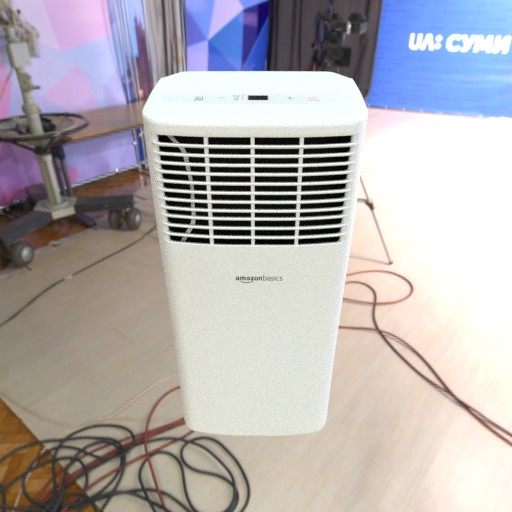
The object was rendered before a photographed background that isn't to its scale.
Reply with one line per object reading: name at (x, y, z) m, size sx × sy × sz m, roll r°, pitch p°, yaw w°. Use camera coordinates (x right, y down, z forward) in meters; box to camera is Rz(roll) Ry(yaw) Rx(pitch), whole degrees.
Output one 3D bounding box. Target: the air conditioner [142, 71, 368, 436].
air conditioner at (0.000, 0.000, 0.817) m, size 0.304 × 0.606 × 0.349 m, roll 0°, pitch 31°, yaw 1°
